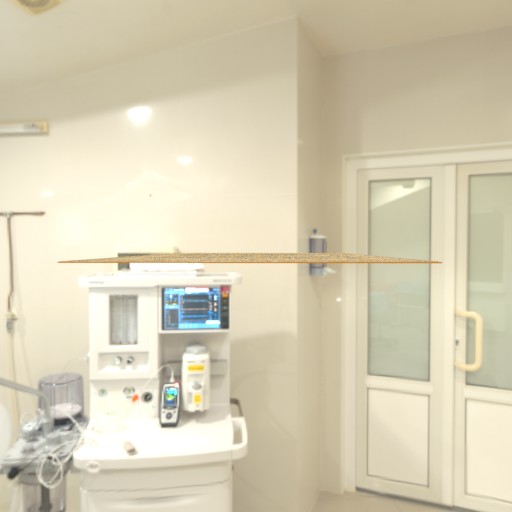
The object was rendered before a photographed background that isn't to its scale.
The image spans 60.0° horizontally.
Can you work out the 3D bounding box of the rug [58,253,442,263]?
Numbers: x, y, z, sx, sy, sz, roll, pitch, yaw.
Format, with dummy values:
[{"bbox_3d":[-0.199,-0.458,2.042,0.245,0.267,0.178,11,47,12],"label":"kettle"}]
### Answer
[{"bbox_3d":[0.000,0.000,2.922,1.525,0.007,2.336,0,1,2],"label":"rug"}]
